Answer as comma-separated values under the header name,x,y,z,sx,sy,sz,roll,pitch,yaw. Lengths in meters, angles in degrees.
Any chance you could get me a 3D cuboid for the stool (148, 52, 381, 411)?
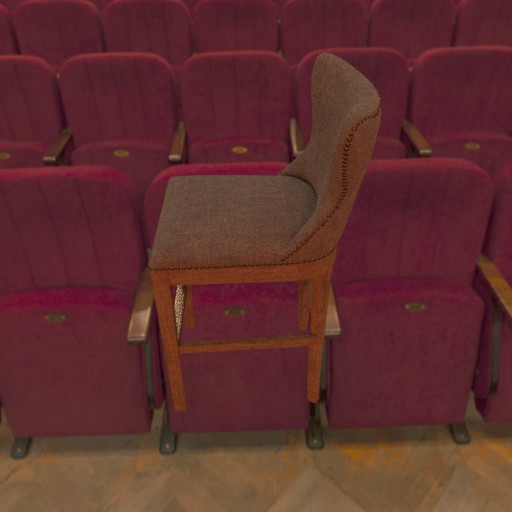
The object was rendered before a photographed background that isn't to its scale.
name,x,y,z,sx,sy,sz,roll,pitch,yaw
stool,0.000,0.000,1.437,0.606,1.123,0.494,-1,40,-1
